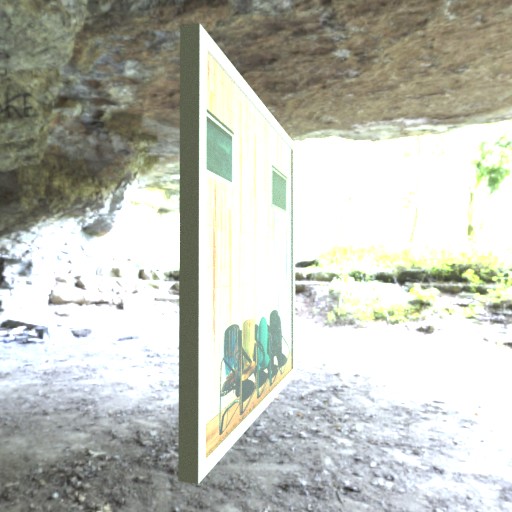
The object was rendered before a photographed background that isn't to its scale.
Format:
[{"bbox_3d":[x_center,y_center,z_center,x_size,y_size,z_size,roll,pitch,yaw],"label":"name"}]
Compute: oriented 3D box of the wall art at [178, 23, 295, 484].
[{"bbox_3d":[0.000,0.000,1.098,0.036,0.760,0.760,0,-1,17],"label":"wall art"}]
